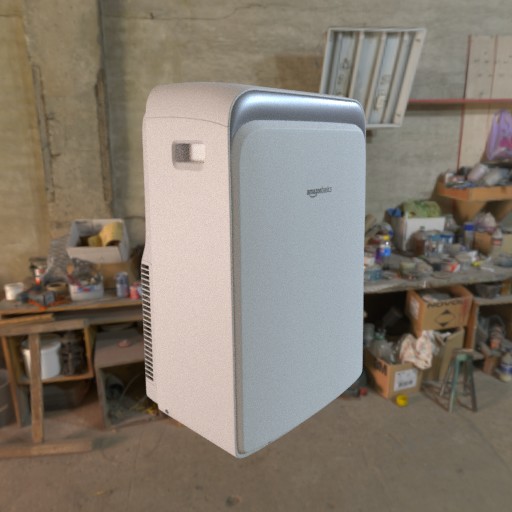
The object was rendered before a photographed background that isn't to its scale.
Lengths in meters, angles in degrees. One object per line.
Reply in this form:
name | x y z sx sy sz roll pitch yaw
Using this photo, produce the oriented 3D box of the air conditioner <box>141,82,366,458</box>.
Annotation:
air conditioner | 0.000 0.000 0.978 0.365 0.700 0.454 14 20 42
